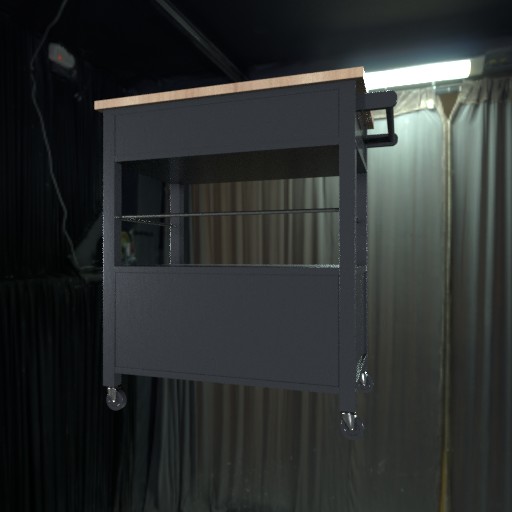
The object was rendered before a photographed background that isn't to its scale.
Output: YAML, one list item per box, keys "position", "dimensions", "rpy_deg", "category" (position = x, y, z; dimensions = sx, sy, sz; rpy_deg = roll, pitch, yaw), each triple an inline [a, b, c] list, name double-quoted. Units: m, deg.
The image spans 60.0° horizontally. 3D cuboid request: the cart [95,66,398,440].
- position: [0.000, 0.000, 1.377]
  dimensions: [0.840, 0.901, 0.459]
  rpy_deg: [0, 0, 18]
  category: "cart"
